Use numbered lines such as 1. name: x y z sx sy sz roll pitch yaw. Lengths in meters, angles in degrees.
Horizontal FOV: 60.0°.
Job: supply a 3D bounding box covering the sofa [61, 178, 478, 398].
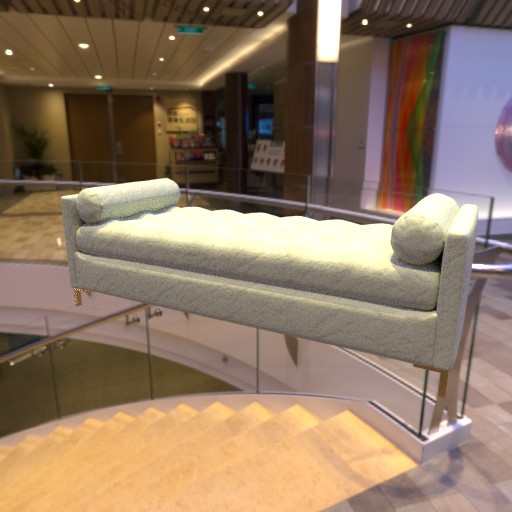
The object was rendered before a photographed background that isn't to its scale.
1. sofa: 0.000 0.000 2.405 2.102 0.705 0.796 8 17 27
